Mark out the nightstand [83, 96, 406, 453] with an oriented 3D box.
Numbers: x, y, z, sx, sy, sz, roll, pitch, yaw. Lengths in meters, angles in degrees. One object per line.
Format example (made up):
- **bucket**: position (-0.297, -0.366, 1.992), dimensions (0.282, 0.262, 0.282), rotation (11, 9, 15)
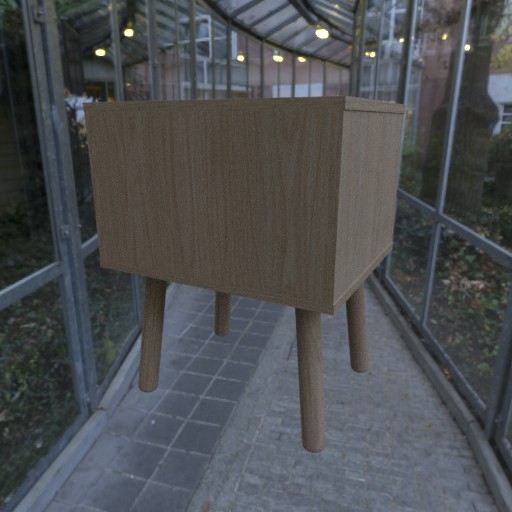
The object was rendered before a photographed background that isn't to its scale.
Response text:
- **nightstand**: position (0.000, 0.000, 0.878), dimensions (0.450, 0.571, 0.380), rotation (9, 19, 27)
